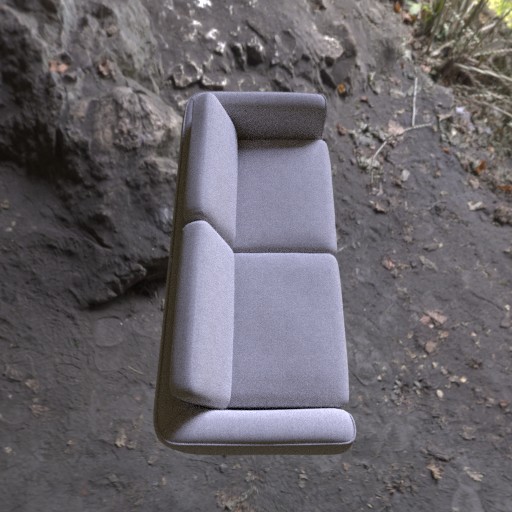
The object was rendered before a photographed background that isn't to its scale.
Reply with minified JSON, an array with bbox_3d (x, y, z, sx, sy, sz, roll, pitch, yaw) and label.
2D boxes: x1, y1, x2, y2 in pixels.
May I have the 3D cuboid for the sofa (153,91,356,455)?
[{"bbox_3d":[0.000,0.000,2.438,0.920,0.850,2.000,0,64,0],"label":"sofa"}]
